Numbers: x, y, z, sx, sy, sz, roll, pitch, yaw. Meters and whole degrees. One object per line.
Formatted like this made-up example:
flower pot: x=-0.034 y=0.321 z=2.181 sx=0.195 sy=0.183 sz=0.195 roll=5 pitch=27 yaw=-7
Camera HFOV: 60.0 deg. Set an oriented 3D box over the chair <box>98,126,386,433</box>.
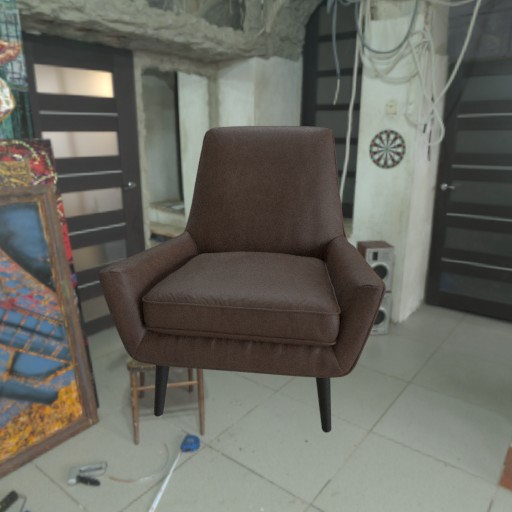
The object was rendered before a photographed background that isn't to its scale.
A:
chair: x=0.000 y=0.000 z=1.563 sx=0.787 sy=0.888 sz=0.824 roll=2 pitch=16 yaw=8
